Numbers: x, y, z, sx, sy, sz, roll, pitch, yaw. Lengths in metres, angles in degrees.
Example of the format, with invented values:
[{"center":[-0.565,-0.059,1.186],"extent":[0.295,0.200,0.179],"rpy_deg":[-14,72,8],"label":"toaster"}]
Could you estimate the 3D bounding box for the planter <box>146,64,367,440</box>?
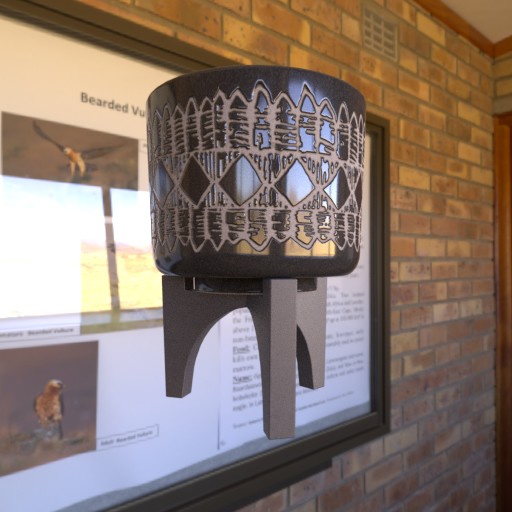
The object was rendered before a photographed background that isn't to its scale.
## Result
[{"center":[0.000,0.000,0.402],"extent":[0.196,0.264,0.196],"rpy_deg":[0,-1,17],"label":"planter"}]
